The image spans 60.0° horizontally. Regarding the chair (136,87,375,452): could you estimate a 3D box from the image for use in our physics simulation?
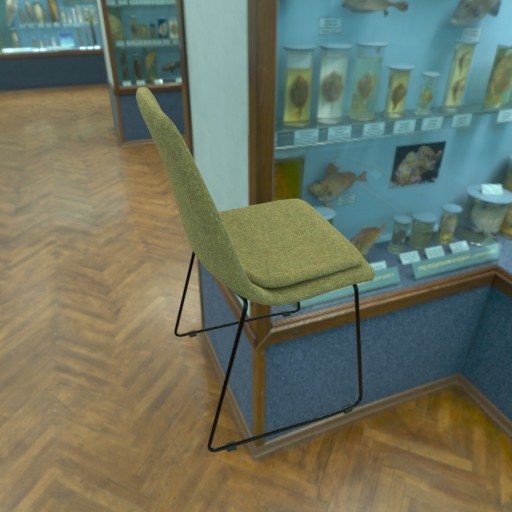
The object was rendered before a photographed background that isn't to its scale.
[{"bbox_3d":[0.000,0.000,1.164,0.496,0.849,0.479,-10,33,-16],"label":"chair"}]
